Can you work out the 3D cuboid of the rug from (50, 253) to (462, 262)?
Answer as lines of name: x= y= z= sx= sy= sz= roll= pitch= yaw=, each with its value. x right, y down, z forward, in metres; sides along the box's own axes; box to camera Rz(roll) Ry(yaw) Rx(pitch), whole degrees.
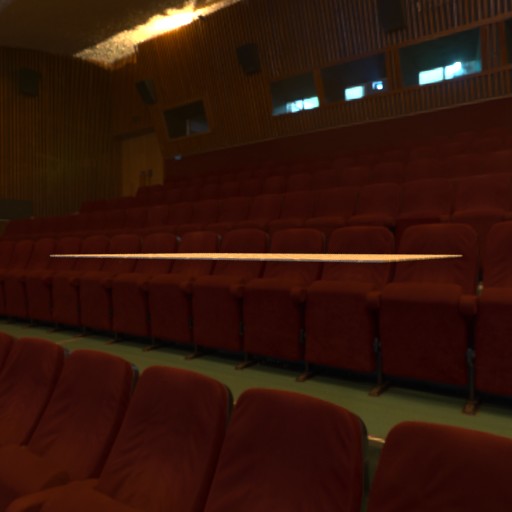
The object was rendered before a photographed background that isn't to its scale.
rug: x=0.000 y=0.000 z=2.718 sx=2.080 sy=0.010 sz=1.451 roll=1 pitch=1 yaw=35
